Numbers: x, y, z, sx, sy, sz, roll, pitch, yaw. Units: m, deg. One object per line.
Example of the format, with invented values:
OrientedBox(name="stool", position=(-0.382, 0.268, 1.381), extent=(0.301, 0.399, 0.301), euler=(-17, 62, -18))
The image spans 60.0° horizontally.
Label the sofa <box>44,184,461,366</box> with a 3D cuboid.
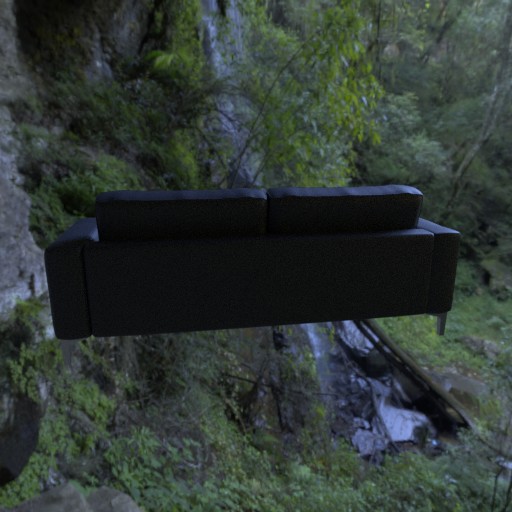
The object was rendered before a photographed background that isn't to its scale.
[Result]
OrientedBox(name="sofa", position=(0.000, 0.000, 2.769), extent=(2.275, 0.893, 0.833), euler=(-3, 16, -9))
